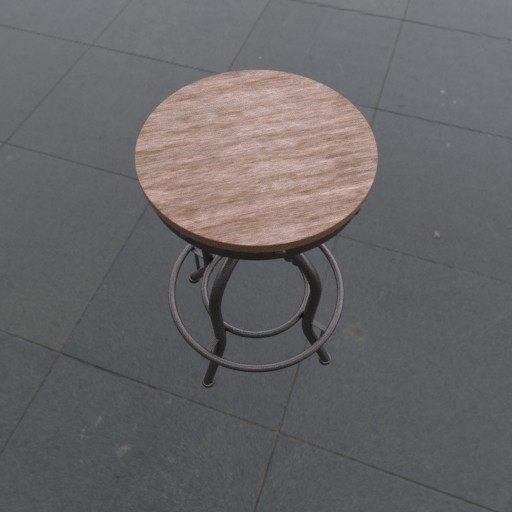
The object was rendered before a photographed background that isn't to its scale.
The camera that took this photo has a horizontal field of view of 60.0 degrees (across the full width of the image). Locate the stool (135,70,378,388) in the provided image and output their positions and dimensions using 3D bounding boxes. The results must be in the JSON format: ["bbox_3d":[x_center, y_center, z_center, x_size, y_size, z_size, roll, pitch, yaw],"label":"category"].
[{"bbox_3d":[0.000,0.000,0.900,0.439,0.609,0.439,30,63,17],"label":"stool"}]
